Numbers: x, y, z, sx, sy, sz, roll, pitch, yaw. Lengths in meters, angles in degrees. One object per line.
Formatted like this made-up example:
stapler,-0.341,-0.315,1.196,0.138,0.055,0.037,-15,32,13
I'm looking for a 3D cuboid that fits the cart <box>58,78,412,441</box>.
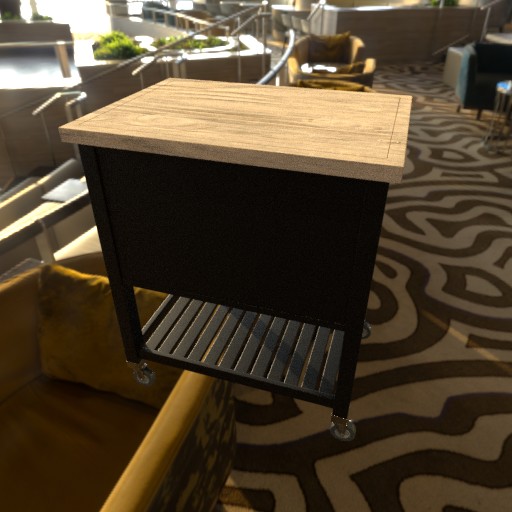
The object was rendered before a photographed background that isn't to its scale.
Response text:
cart,0.000,0.000,1.421,0.797,0.920,0.567,10,35,15
